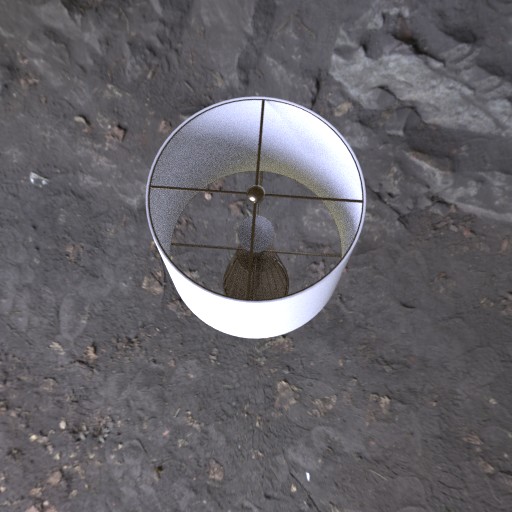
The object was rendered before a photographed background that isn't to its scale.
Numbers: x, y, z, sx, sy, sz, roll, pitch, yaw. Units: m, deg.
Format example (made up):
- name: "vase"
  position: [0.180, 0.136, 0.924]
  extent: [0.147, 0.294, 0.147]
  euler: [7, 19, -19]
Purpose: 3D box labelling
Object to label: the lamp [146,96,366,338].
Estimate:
- name: "lamp"
  position: [0.000, 0.000, 0.814]
  extent: [0.303, 0.618, 0.303]
  euler: [0, 76, 0]
